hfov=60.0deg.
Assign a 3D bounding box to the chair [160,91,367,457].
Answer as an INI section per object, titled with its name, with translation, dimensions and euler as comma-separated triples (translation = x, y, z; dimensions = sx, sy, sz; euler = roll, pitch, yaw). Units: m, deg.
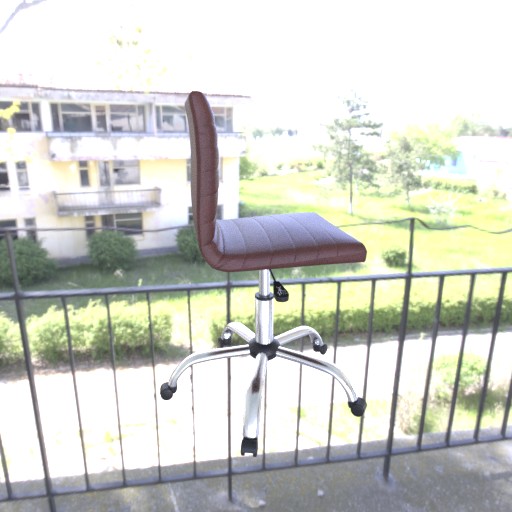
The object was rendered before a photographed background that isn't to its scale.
[chair]
translation = 0.000, 0.000, 1.141
dimensions = 0.530, 0.780, 0.556
euler = -3, 17, -9
